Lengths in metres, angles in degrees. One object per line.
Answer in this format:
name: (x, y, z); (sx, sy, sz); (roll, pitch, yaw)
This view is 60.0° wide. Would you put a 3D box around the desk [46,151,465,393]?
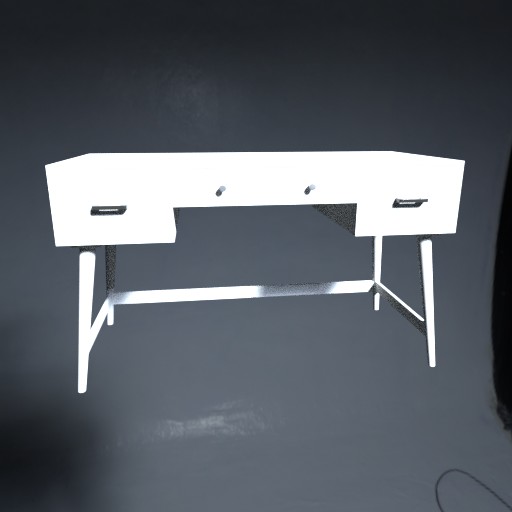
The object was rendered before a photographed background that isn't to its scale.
desk: (0.000, 0.000, 1.747); (1.313, 0.762, 0.589); (-2, 17, -7)
